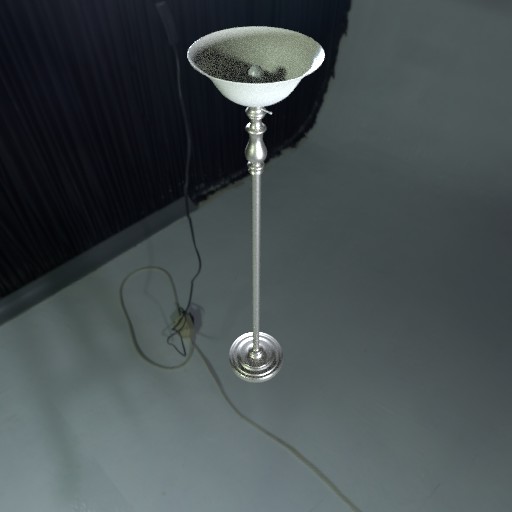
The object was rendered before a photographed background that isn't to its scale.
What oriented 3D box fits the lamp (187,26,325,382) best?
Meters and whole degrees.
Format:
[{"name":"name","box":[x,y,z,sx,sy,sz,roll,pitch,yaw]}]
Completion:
[{"name":"lamp","box":[0.000,0.000,1.961,0.405,1.771,0.405,33,55,27]}]
